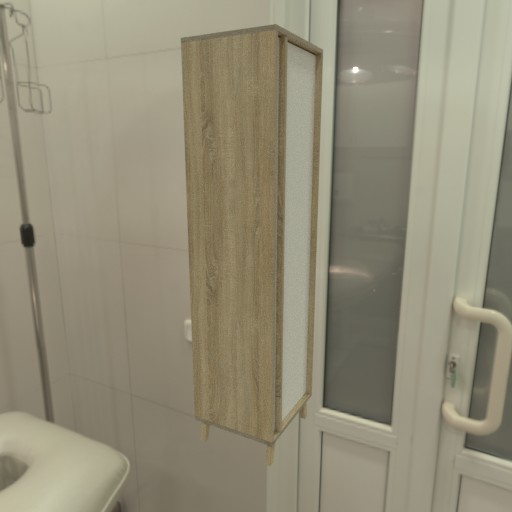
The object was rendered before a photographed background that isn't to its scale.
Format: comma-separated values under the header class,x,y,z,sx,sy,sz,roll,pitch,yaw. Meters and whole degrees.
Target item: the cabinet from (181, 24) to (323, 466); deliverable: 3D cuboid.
class,x,y,z,sx,sy,sz,roll,pitch,yaw
cabinet,0.000,0.000,2.224,0.450,1.960,0.510,7,15,28
